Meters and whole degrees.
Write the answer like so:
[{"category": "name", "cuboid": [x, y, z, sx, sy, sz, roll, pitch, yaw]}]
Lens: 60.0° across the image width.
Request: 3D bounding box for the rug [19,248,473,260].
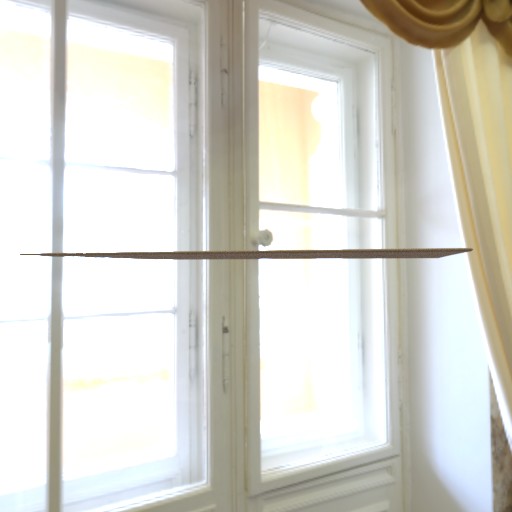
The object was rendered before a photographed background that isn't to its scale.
[{"category": "rug", "cuboid": [0.000, 0.000, 2.828, 2.294, 0.014, 1.528, 0, -1, 18]}]
